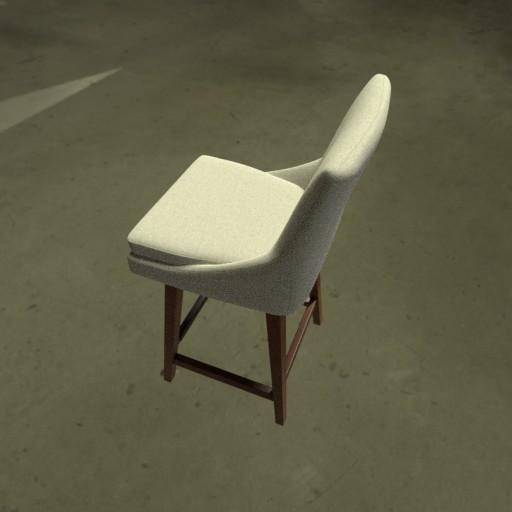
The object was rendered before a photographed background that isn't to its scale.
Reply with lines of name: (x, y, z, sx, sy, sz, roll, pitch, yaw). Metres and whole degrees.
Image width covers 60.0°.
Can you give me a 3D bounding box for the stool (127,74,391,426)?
stool: (0.000, 0.000, 1.304, 0.559, 0.991, 0.469, 16, 47, 15)
